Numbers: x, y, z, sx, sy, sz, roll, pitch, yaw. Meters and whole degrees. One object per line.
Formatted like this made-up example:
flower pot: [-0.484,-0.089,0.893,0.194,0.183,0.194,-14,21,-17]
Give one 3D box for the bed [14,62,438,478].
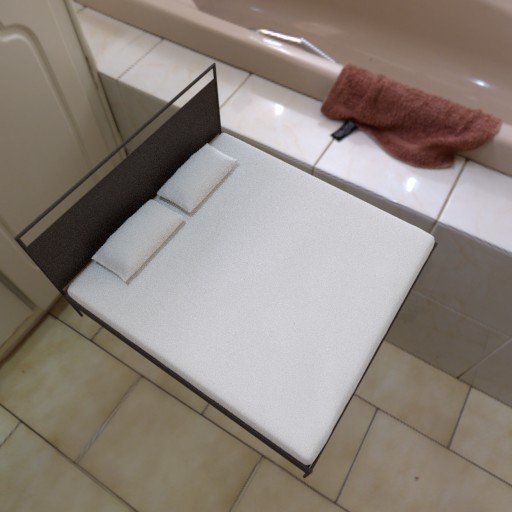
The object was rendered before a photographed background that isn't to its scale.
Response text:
bed: [0.000,0.000,3.256,2.151,1.173,1.993,30,64,17]
